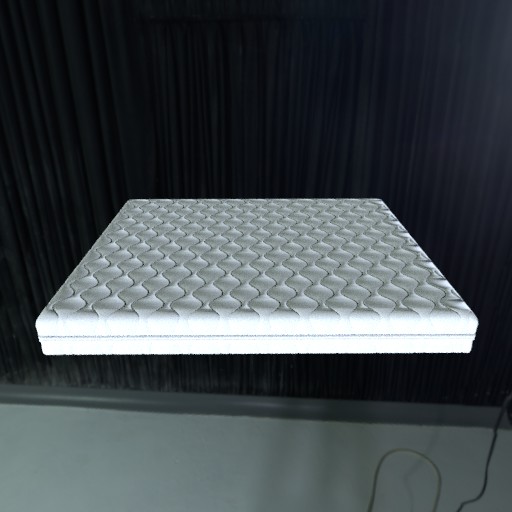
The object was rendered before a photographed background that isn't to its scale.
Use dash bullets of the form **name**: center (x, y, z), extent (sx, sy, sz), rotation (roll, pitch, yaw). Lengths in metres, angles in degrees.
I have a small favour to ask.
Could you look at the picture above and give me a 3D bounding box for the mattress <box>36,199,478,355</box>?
- **mattress**: center (0.000, 0.000, 2.630), extent (1.900, 0.200, 1.600), rotation (0, 26, 0)
